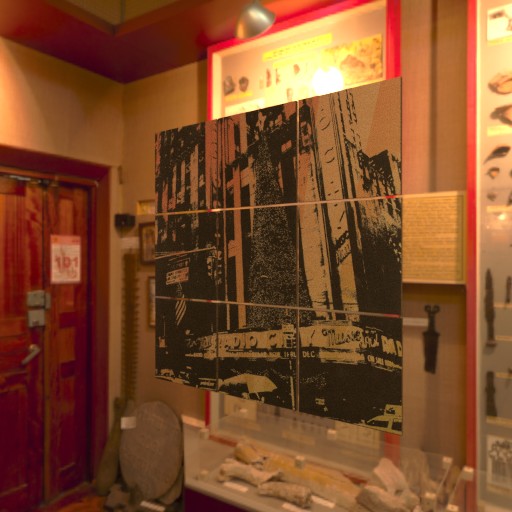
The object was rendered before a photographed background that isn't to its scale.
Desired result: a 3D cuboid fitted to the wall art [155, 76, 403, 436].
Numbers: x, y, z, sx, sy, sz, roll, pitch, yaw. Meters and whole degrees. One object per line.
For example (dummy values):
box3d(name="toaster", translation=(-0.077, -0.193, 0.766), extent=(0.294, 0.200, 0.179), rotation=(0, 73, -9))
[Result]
box3d(name="wall art", translation=(0.000, 0.000, 1.853), extent=(1.216, 1.216, 0.013), rotation=(0, 0, 35))
